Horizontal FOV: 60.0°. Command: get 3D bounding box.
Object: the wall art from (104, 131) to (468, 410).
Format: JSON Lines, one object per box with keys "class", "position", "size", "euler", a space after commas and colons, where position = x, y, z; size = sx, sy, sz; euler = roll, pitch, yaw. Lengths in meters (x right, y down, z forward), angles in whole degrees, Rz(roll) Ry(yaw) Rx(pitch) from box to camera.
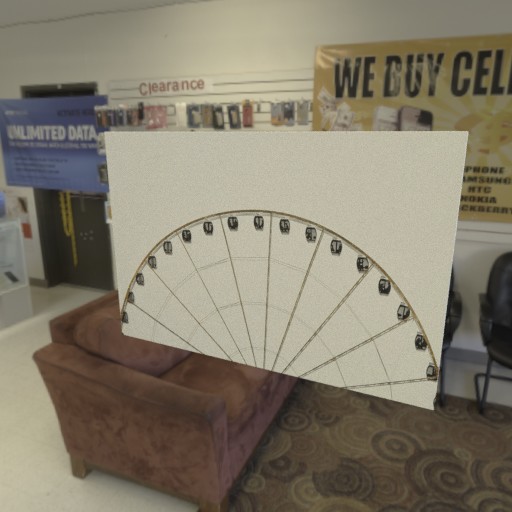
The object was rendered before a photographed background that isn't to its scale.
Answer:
{"class": "wall art", "position": [0.000, 0.000, 1.112], "size": [0.898, 0.601, 0.038], "euler": [7, 17, 25]}
